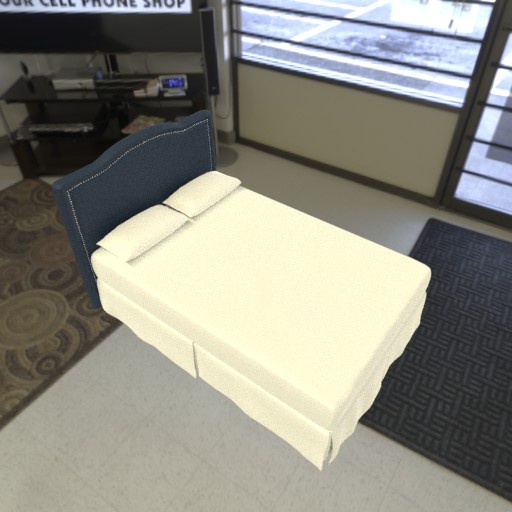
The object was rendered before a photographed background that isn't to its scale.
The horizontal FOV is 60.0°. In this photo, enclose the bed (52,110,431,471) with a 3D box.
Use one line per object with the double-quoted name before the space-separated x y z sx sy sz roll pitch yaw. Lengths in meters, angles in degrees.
"bed" 0.000 0.000 3.586 2.507 1.441 1.741 27 48 27
